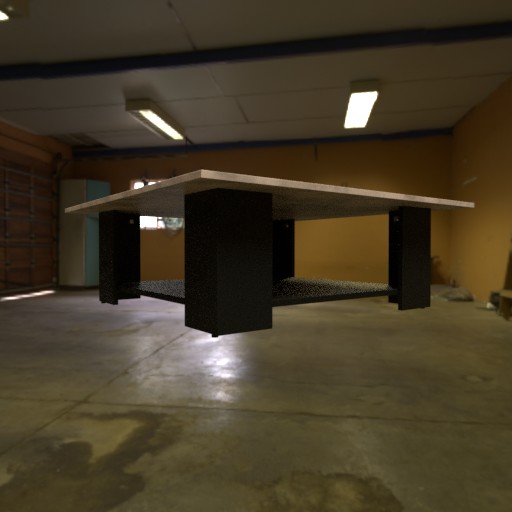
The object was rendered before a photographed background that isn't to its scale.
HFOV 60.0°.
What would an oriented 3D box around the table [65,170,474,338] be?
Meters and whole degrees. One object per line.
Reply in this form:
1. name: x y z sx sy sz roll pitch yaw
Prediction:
1. table: 0.000 0.000 1.357 0.890 0.305 0.890 -1 1 -37
